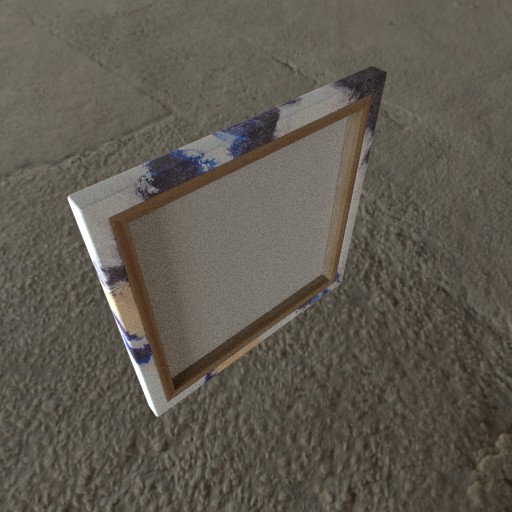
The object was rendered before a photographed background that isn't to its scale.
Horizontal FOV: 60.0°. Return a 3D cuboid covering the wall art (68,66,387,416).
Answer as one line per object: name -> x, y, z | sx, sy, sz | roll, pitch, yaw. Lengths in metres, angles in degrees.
wall art -> 0.000, 0.000, 0.917 | 0.609, 0.609, 0.039 | -32, 54, -26
